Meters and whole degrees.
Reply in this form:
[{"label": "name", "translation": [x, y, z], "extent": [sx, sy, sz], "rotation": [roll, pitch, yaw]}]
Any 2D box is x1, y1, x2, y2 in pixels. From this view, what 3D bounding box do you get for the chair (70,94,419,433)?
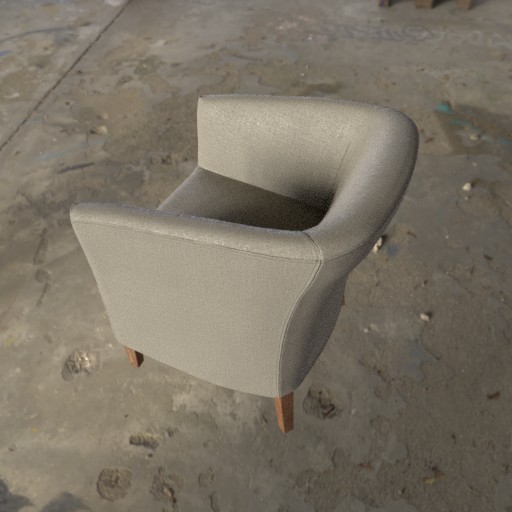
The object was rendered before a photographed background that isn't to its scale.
[{"label": "chair", "translation": [0.000, 0.000, 1.227], "extent": [0.668, 0.771, 0.600], "rotation": [19, 49, 17]}]
